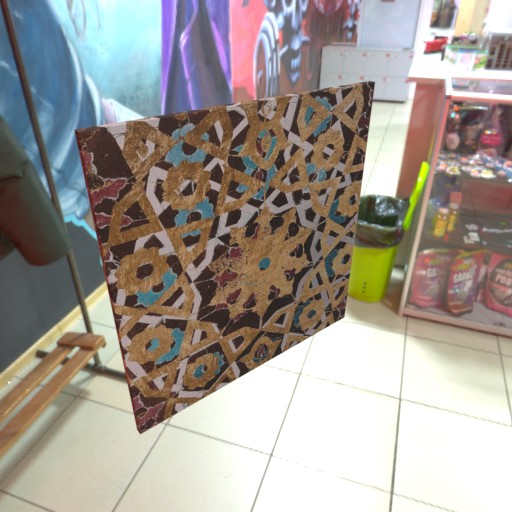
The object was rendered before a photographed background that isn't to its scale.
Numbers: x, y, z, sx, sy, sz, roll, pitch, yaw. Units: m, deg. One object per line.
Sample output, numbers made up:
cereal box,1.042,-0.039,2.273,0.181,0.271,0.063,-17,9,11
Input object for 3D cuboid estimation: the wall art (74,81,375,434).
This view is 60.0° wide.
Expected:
wall art,0.000,0.000,0.602,0.404,0.406,0.010,-22,37,-32
